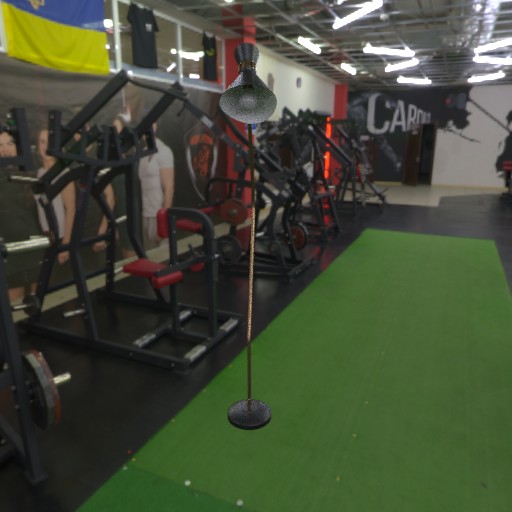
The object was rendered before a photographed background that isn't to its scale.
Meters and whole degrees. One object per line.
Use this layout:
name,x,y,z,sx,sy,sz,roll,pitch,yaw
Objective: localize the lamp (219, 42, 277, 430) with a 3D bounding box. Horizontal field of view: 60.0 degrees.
lamp,0.000,0.000,1.647,0.277,1.438,0.467,8,17,26
